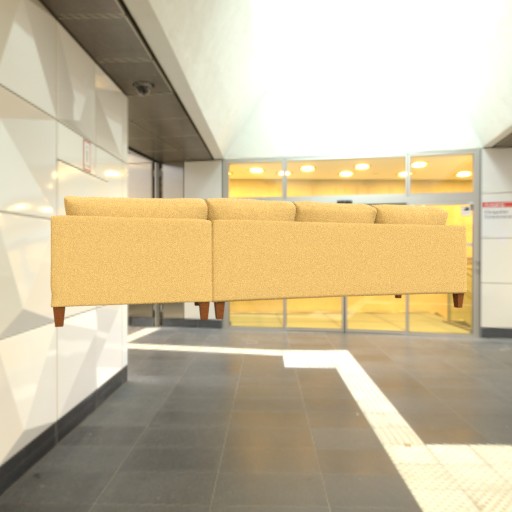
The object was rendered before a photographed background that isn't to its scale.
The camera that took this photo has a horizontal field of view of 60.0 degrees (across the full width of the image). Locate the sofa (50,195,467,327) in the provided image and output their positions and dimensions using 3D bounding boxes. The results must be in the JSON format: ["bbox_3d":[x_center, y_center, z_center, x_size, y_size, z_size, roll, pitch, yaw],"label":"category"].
[{"bbox_3d":[0.000,0.000,3.962,3.186,0.861,1.625,0,0,-18],"label":"sofa"}]
